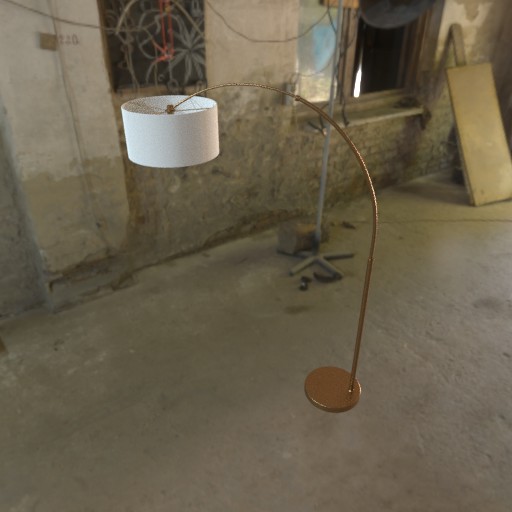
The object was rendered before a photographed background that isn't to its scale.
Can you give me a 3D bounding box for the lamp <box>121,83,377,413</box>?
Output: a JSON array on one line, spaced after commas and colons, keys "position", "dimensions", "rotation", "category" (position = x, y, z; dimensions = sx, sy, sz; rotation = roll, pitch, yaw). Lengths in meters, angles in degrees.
[{"position": [0.000, 0.000, 2.628], "dimensions": [1.434, 1.927, 0.493], "rotation": [8, 31, 14], "category": "lamp"}]
